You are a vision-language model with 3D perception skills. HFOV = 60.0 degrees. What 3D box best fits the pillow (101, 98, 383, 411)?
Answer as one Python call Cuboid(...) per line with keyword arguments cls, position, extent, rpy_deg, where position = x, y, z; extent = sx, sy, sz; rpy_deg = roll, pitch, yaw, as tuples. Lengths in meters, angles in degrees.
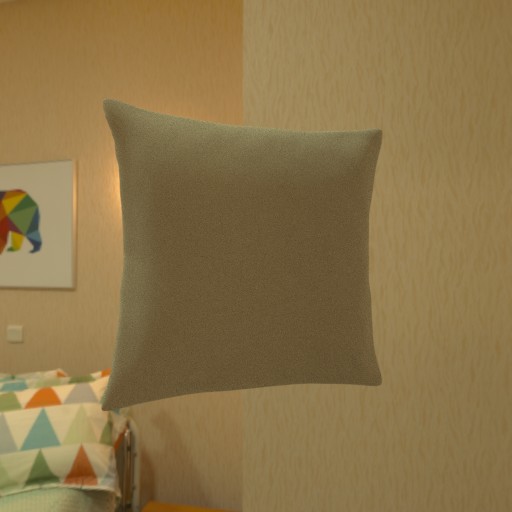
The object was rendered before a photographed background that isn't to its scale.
Cuboid(cls="pillow", position=(0.000, 0.000, 0.798), extent=(0.525, 0.508, 0.166), rpy_deg=(0, -1, -18))
